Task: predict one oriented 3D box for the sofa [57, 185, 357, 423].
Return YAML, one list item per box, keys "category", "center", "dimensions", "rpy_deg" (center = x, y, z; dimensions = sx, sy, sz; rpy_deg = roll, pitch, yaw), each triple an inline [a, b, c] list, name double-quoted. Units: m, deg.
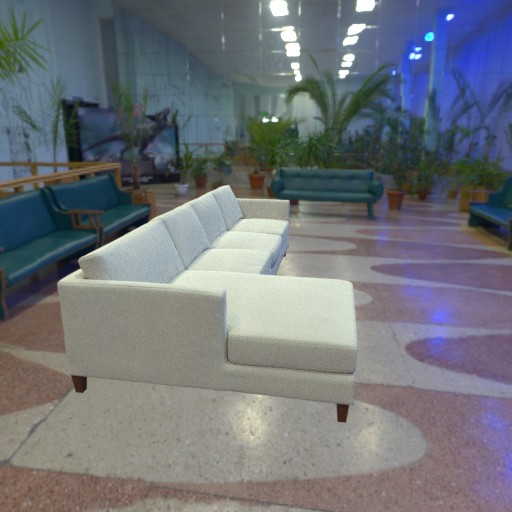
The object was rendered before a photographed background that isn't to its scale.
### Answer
- category: "sofa"
  center: [0.000, 0.000, 3.808]
  dimensions: [1.625, 0.861, 3.186]
  rpy_deg: [3, 16, 10]
